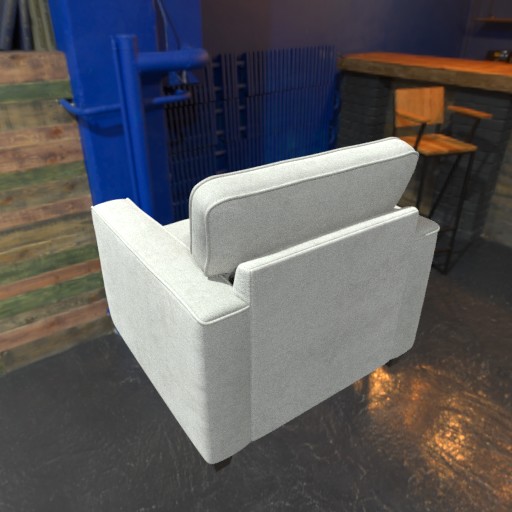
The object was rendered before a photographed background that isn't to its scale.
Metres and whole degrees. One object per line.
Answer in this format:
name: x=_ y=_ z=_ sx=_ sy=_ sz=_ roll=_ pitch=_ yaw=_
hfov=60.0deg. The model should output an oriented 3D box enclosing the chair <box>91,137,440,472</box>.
chair: x=0.000 y=0.000 z=1.761 sx=1.015 sy=0.965 sz=0.939 roll=-19 pitch=34 yaw=-30
